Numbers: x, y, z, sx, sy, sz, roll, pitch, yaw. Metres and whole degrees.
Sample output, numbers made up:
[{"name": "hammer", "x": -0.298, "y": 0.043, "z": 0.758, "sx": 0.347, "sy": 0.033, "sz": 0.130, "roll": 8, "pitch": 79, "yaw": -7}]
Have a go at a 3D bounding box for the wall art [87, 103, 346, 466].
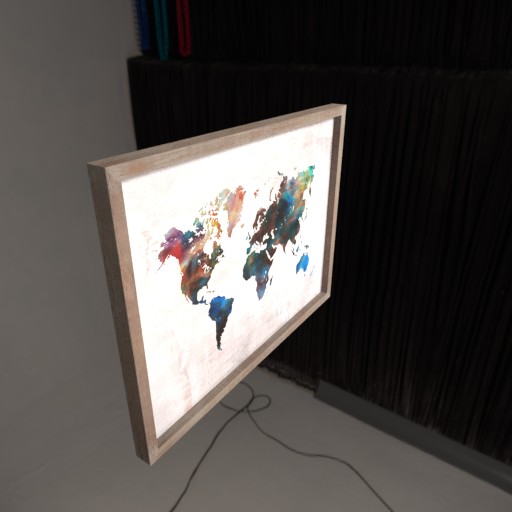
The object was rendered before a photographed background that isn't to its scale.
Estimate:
[{"name": "wall art", "x": 0.000, "y": 0.000, "z": 1.756, "sx": 0.070, "sy": 1.009, "sz": 1.320, "roll": 17, "pitch": 31, "yaw": 31}]
